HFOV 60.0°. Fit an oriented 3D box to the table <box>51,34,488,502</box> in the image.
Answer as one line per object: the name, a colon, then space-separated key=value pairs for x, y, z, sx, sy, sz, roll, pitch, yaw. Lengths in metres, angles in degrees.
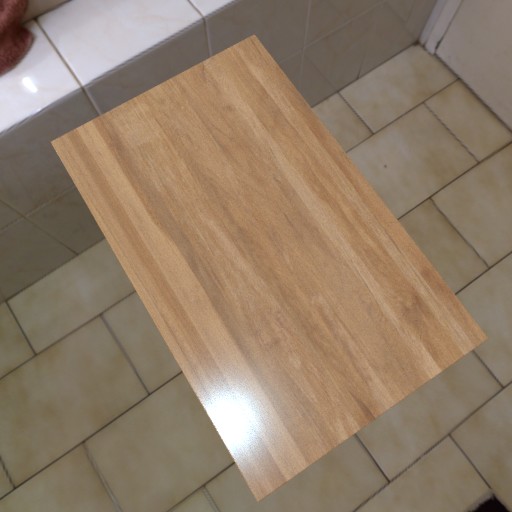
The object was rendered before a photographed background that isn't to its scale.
table: x=0.000 y=0.000 z=1.405 sx=0.692 sy=0.441 sz=1.100 roll=-32 pitch=77 yaw=-8
